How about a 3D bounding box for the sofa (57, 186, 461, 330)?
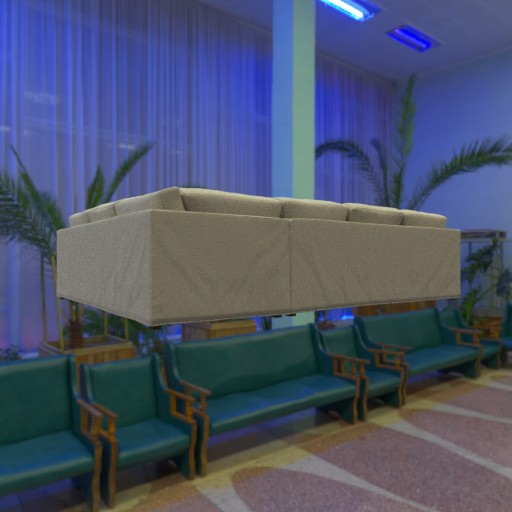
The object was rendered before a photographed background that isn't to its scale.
[{"bbox_3d":[0.000,0.000,4.365,3.182,0.871,2.432,0,0,-36],"label":"sofa"}]
